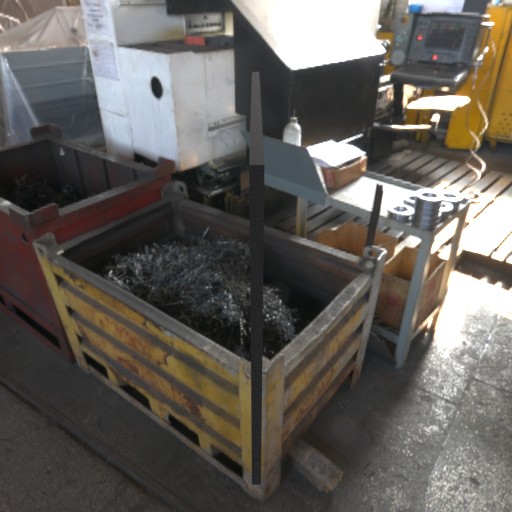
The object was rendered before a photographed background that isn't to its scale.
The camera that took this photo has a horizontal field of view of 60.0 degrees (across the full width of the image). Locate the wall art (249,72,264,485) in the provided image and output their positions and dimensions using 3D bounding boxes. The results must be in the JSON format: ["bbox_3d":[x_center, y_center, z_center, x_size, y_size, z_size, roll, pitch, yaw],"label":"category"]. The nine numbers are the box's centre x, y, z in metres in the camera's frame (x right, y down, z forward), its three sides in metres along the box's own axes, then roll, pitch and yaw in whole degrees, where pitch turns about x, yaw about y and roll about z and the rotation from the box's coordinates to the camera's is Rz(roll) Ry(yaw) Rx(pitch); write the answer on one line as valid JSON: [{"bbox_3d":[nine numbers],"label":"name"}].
[{"bbox_3d":[0.000,0.000,0.683,0.013,0.458,0.456,0,32,0],"label":"wall art"}]
